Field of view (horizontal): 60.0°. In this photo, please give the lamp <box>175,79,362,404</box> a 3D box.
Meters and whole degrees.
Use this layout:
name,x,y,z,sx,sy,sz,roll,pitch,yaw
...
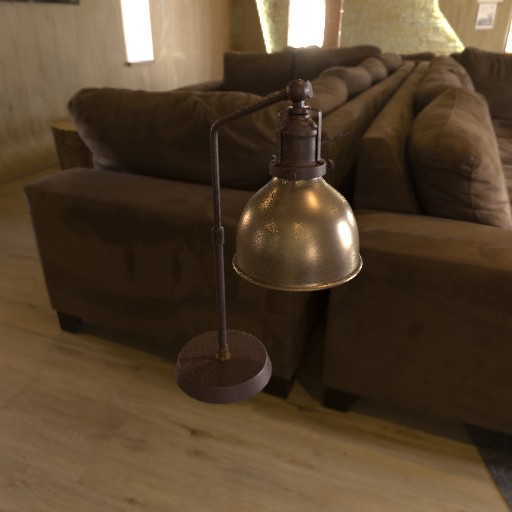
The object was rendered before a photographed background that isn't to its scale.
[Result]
name,x,y,z,sx,sy,sz,roll,pitch,yaw
lamp,0.000,0.000,0.623,0.298,0.469,0.175,19,32,32
